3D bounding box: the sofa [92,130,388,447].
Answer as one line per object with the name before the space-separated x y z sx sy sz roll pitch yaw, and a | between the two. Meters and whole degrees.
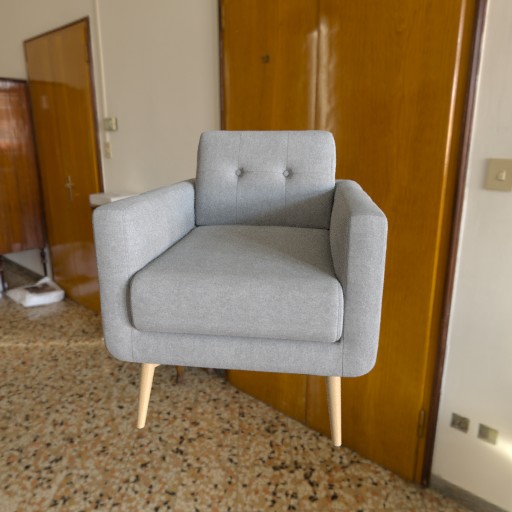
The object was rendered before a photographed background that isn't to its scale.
sofa | 0.000 0.000 1.559 0.770 0.860 0.920 2 15 8
